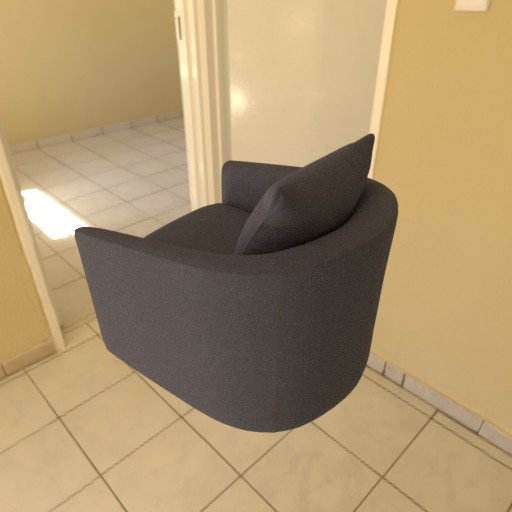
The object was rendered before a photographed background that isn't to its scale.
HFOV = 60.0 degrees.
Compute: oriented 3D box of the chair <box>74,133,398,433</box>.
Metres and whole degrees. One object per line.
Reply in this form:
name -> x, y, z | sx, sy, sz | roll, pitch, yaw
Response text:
chair -> 0.000, 0.000, 1.594 | 0.910, 0.848, 0.845 | 21, 38, 30
